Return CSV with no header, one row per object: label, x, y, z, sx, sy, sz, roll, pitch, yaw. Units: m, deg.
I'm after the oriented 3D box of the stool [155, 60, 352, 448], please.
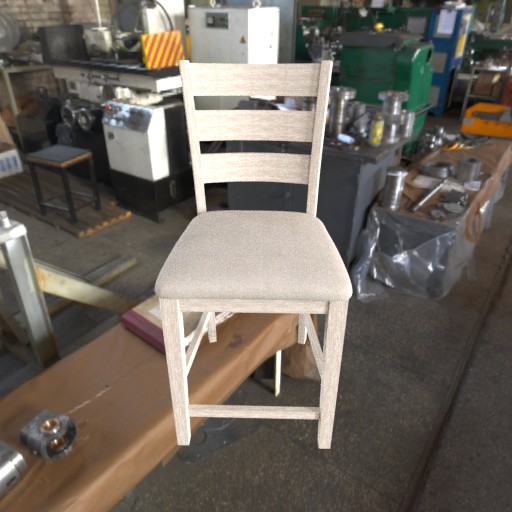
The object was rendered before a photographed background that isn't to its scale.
stool,0.000,0.000,1.326,0.484,1.032,0.569,1,30,1
